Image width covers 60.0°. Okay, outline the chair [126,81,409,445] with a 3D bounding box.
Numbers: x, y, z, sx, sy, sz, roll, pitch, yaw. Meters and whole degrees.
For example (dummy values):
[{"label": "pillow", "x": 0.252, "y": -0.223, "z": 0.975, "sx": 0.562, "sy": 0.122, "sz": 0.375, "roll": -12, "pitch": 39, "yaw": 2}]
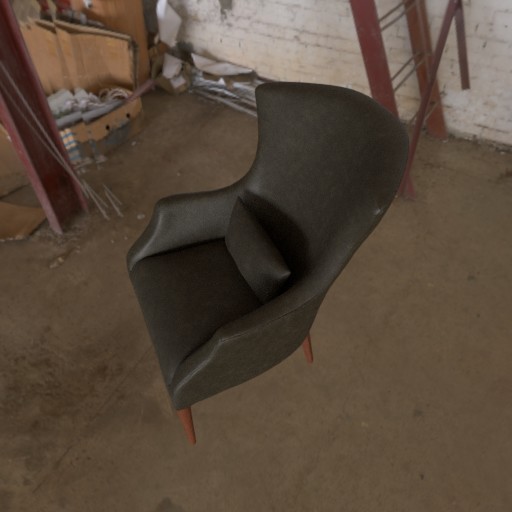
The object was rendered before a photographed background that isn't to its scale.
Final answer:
[{"label": "chair", "x": 0.000, "y": 0.000, "z": 1.745, "sx": 0.954, "sy": 1.068, "sz": 0.819, "roll": -18, "pitch": 48, "yaw": -17}]
